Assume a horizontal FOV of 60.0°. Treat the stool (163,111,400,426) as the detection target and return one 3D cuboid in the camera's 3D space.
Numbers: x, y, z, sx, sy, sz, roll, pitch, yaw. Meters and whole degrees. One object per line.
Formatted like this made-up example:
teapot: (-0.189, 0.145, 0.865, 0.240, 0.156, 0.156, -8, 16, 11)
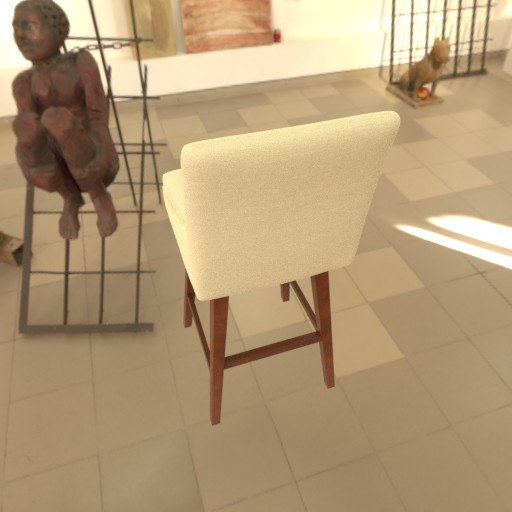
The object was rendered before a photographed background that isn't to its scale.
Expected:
stool: (0.000, 0.000, 1.370, 0.470, 1.097, 0.559, -13, 45, -14)
